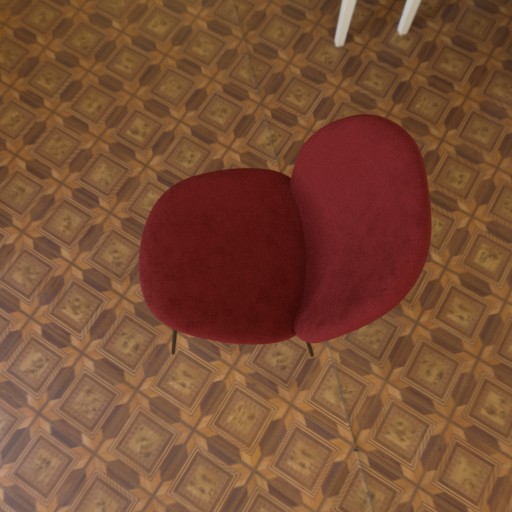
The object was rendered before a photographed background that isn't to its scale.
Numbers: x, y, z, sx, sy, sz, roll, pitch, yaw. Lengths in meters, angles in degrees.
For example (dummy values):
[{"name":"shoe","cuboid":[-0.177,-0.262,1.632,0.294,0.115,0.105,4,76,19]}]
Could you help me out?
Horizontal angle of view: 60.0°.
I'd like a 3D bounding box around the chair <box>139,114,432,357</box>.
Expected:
[{"name":"chair","cuboid":[0.000,0.000,1.115,0.587,0.791,0.458,0,74,0]}]
